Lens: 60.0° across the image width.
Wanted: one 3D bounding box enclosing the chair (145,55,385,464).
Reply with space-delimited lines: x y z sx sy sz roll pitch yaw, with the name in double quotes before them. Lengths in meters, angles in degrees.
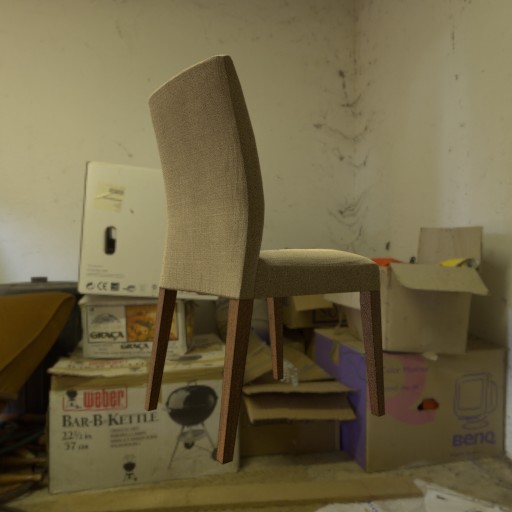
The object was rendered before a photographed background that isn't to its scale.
"chair" 0.000 0.000 1.336 0.585 0.940 0.496 0 0 -36
